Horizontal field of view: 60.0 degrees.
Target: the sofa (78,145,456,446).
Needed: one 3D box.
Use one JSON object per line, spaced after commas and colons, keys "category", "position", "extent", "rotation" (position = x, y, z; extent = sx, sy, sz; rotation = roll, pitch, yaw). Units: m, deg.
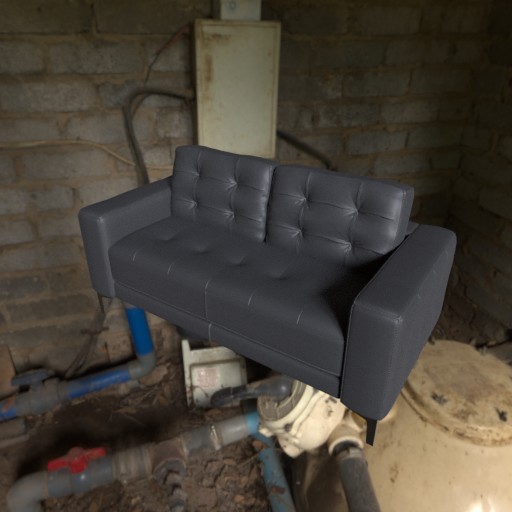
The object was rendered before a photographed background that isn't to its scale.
{"category": "sofa", "position": [0.000, 0.000, 2.245], "extent": [1.726, 0.893, 0.833], "rotation": [18, 33, 30]}
